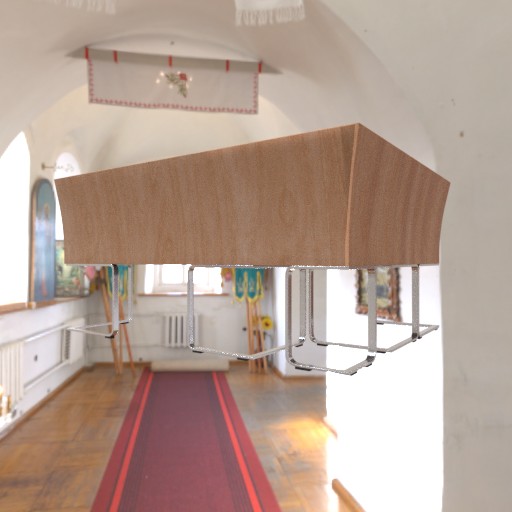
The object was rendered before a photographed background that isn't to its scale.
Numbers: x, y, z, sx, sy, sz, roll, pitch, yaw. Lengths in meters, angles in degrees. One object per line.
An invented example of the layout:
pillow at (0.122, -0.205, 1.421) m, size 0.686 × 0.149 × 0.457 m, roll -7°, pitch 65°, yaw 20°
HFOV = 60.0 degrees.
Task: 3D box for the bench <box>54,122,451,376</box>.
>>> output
bench at (0.000, 0.000, 2.736) m, size 1.945 × 0.930 × 1.495 m, roll 0°, pitch -1°, yaw 35°
